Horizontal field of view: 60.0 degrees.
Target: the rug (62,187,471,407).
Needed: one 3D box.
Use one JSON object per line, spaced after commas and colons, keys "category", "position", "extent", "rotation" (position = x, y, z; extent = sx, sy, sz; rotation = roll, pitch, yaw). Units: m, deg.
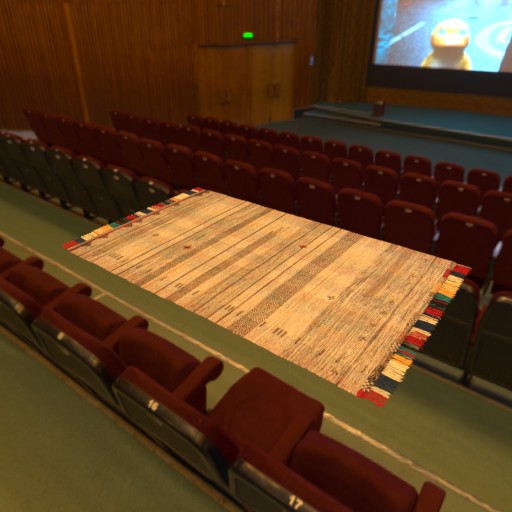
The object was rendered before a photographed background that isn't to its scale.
{"category": "rug", "position": [0.000, 0.000, 3.030], "extent": [2.465, 0.012, 1.465], "rotation": [20, 35, 31]}
